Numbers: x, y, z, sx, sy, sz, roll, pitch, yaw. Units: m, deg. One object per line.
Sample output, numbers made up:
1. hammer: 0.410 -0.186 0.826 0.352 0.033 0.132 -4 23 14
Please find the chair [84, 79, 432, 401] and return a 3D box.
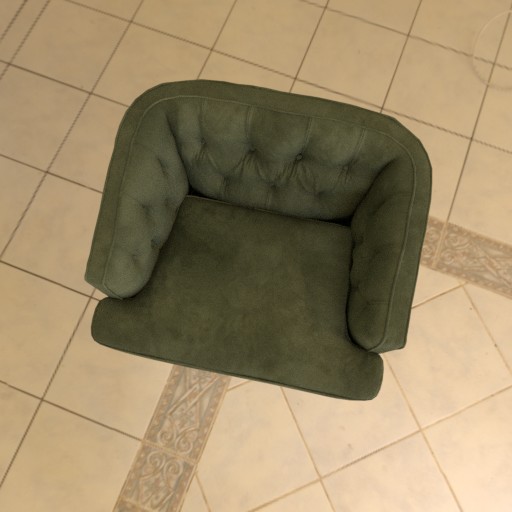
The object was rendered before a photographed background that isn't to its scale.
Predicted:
1. chair: 0.000 0.000 1.753 1.104 0.852 0.941 11 76 3
